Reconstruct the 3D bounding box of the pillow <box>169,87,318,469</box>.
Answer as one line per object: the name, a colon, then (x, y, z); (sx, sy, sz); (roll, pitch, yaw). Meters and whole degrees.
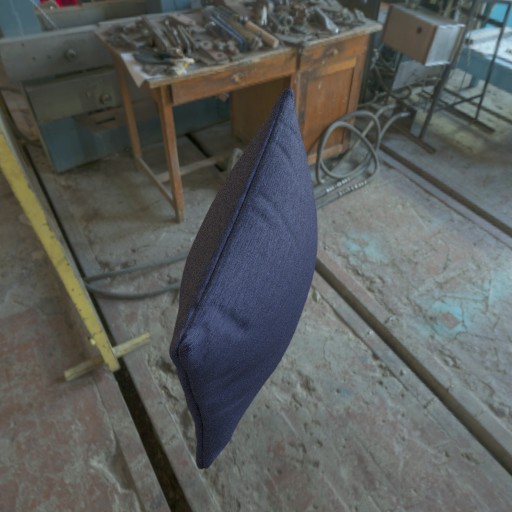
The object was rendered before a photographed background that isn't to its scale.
pillow: (0.000, 0.000, 0.786); (0.210, 0.338, 0.633); (10, 46, 9)
